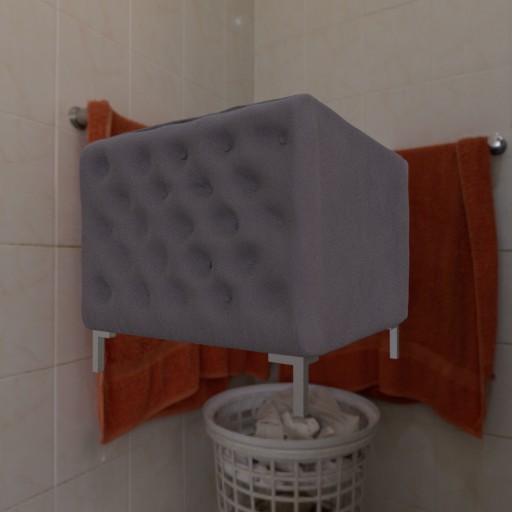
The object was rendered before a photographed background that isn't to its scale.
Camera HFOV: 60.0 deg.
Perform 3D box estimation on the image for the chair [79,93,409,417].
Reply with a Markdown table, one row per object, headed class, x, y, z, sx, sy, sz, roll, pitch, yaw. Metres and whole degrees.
| class | x | y | z | sx | sy | sz | roll | pitch | yaw |
| --- | --- | --- | --- | --- | --- | --- | --- | --- | --- |
| chair | 0.000 | 0.000 | 1.652 | 0.913 | 0.807 | 0.946 | -1 | -1 | 34 |
